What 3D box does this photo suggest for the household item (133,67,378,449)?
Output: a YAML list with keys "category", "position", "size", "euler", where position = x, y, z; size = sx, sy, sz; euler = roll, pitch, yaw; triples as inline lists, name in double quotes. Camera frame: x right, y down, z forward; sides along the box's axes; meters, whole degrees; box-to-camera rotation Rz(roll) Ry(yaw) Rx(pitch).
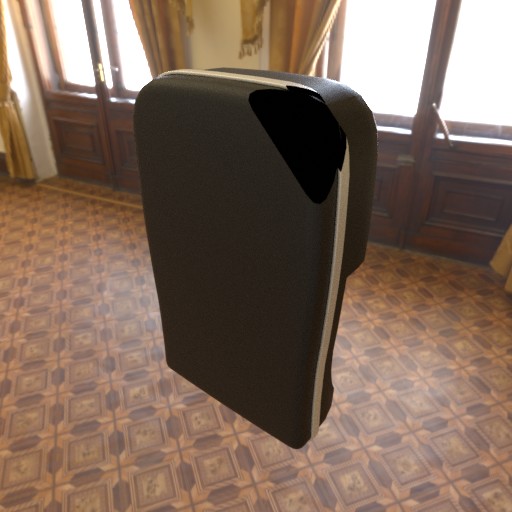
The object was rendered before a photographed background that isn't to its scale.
- category: "household item"
  position: [0.000, 0.000, 0.147]
  size: [0.070, 0.114, 0.038]
  euler: [22, 37, 32]
